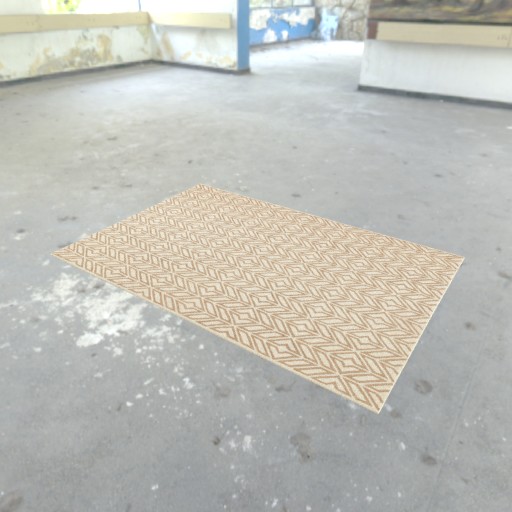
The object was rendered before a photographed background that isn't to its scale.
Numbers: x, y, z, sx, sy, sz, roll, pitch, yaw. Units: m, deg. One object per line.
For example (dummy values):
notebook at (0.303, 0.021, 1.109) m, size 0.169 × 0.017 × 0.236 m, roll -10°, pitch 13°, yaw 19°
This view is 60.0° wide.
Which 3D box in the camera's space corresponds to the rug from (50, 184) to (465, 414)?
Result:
rug at (0.000, 0.000, 2.347) m, size 1.828 × 0.007 × 1.220 m, roll 20°, pitch 36°, yaw 29°
